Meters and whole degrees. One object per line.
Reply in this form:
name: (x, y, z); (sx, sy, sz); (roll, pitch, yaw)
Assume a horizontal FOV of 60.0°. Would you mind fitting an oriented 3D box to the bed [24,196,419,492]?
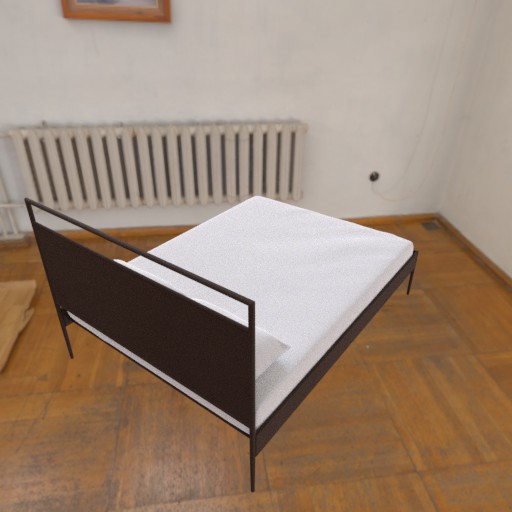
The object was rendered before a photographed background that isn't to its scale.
bed: (0.000, 0.000, 3.030); (1.572, 1.173, 2.122); (21, 37, 31)
